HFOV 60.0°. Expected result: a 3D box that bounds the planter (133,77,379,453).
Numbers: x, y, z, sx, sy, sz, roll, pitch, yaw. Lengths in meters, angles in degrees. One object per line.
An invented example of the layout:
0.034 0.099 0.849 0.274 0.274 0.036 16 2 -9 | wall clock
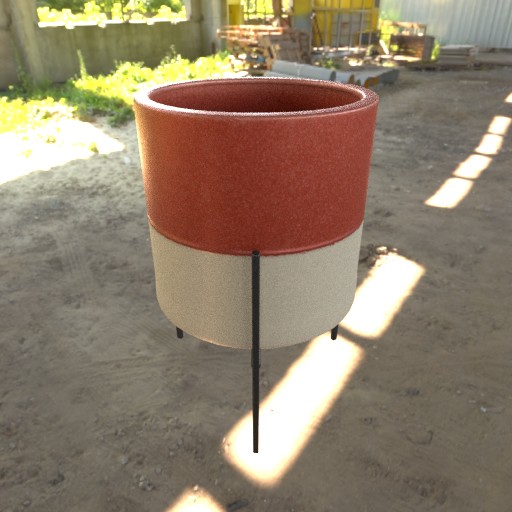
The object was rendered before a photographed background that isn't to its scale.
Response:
0.000 0.000 0.507 0.235 0.354 0.251 0 29 1 | planter
